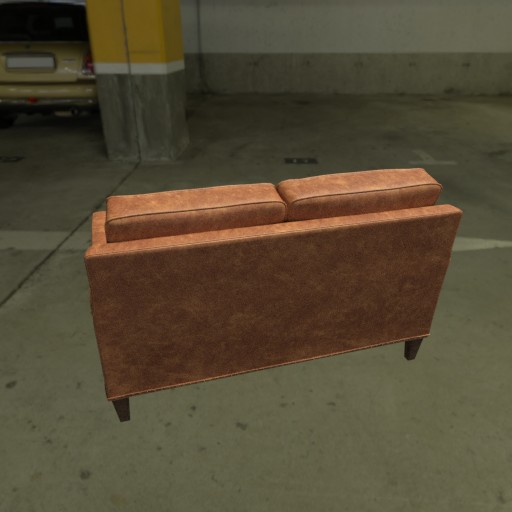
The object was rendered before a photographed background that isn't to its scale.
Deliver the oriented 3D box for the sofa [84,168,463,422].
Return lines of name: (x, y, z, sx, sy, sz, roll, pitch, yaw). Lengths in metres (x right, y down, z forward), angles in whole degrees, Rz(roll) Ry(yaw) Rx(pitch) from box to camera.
sofa: (0.000, 0.000, 2.265, 1.597, 1.003, 1.084, -8, 27, -15)
